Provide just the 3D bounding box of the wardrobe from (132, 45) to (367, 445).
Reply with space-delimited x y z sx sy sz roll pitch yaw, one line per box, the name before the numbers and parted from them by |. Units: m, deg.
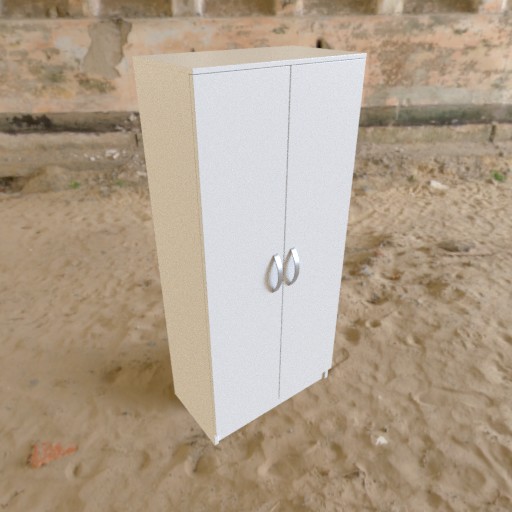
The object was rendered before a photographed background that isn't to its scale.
wardrobe | 0.000 0.000 2.050 0.760 1.700 0.470 -20 36 -31
